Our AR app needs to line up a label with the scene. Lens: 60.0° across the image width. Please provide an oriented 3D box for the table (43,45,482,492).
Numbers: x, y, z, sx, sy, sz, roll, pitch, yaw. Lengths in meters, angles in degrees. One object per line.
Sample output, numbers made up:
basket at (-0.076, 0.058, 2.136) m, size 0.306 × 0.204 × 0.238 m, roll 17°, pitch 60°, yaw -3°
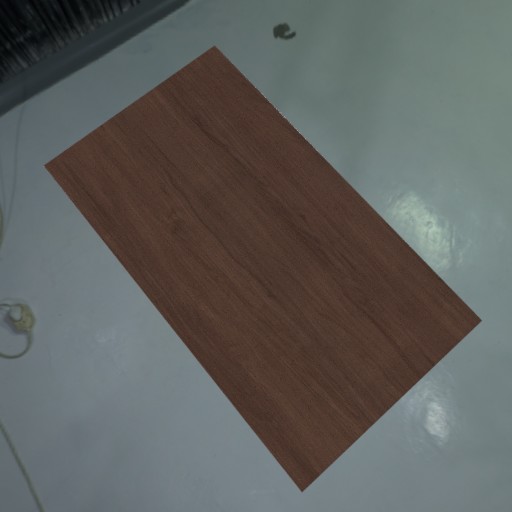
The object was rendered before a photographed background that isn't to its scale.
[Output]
table at (0.000, 0.000, 1.298) m, size 0.600 × 0.380 × 1.020 m, roll -39°, pitch 79°, yaw -9°
